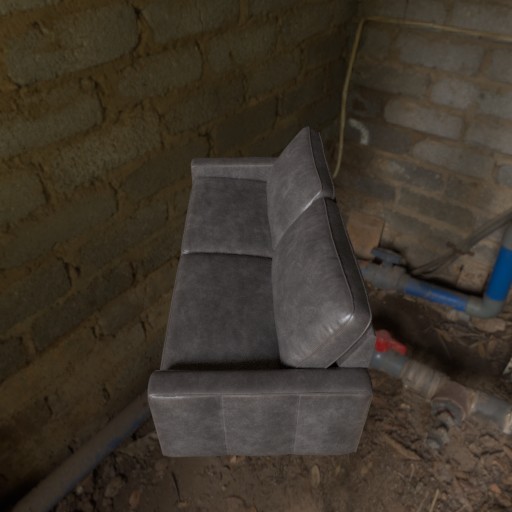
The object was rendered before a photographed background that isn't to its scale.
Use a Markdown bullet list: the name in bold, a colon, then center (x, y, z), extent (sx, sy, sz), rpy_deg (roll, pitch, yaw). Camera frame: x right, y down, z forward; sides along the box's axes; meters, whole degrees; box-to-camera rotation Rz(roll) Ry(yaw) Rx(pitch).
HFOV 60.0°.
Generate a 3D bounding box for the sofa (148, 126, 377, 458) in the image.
- **sofa**: center (0.000, 0.000, 2.657), extent (0.939, 0.916, 2.081), rpy_deg (-1, 40, -1)
